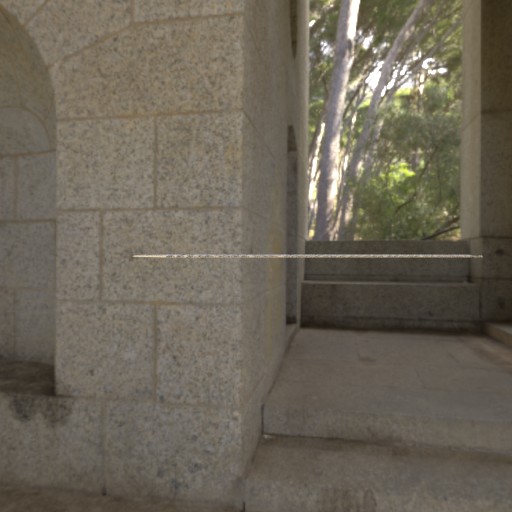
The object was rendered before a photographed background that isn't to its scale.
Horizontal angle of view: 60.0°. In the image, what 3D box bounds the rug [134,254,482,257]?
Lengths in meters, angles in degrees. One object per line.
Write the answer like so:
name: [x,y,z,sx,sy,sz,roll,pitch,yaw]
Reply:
rug: [0.000,0.000,3.100,1.548,0.013,2.486,0,0,-18]
